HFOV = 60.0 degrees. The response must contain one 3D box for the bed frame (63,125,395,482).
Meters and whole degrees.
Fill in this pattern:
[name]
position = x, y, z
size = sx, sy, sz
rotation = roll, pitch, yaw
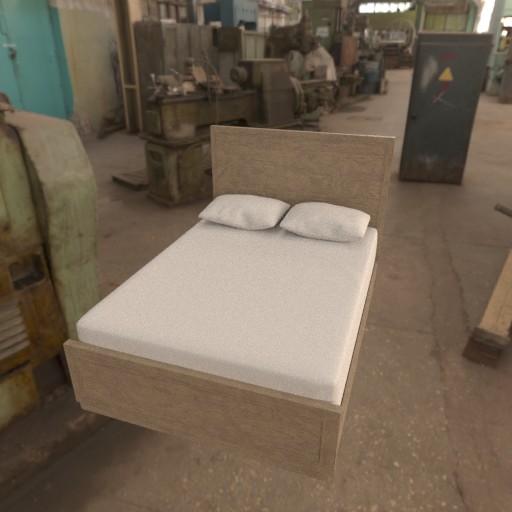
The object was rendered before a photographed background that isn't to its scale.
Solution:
[bed frame]
position = 0.000, 0.000, 3.167
size = 1.606, 1.369, 2.189
rotation = 9, 28, 17
